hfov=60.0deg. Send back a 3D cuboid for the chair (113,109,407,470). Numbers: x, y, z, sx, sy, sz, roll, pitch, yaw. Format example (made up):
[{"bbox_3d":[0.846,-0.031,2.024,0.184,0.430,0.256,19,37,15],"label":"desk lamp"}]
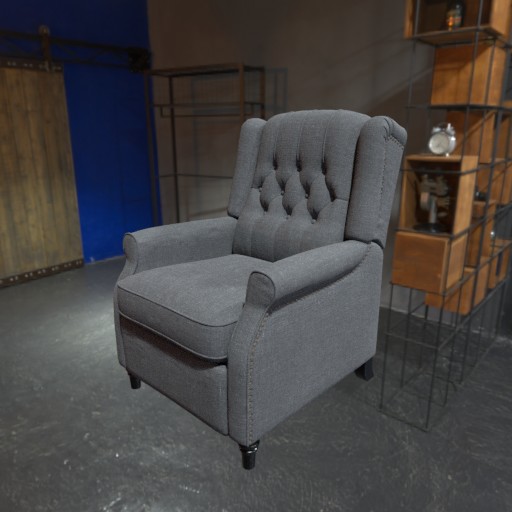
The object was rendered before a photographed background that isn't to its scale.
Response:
[{"bbox_3d":[0.000,0.000,1.621,0.742,1.035,0.898,15,22,41],"label":"chair"}]
